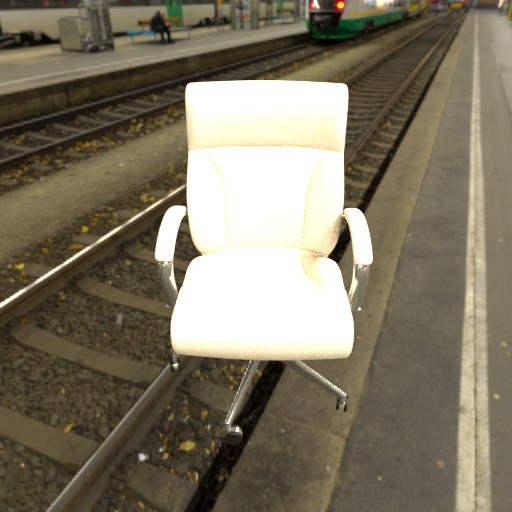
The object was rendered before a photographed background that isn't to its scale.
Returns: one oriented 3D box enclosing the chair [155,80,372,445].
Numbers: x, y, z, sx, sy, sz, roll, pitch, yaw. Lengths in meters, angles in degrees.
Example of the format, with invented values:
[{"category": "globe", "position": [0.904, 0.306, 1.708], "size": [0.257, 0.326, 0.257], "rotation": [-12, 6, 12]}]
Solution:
[{"category": "chair", "position": [0.000, 0.000, 1.590], "size": [0.727, 1.099, 0.745], "rotation": [1, 30, 2]}]
